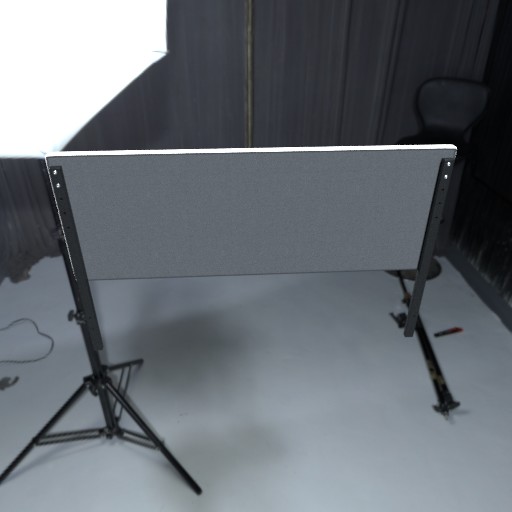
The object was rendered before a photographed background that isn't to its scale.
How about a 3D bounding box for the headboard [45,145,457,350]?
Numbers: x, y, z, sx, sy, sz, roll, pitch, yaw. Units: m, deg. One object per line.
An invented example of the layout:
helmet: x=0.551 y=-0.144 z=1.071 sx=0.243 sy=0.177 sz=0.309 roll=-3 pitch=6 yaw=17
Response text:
headboard: x=0.000 y=0.000 z=2.889 sx=2.362 sy=1.410 sz=0.120 roll=-2 pitch=31 yaw=-3
